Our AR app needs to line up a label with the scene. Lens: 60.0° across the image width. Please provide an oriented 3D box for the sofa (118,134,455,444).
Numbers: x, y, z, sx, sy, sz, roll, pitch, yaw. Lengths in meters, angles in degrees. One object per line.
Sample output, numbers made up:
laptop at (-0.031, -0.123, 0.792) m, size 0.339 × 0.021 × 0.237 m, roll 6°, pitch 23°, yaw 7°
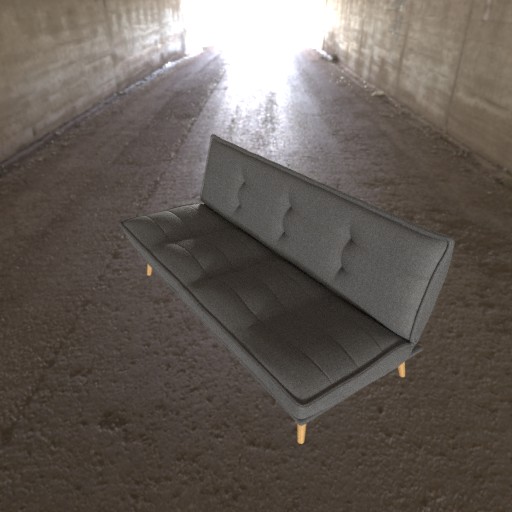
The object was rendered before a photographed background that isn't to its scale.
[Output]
sofa at (0.000, 0.000, 2.538) m, size 0.950 × 0.890 × 1.940 m, roll -20°, pitch 36°, yaw -30°
